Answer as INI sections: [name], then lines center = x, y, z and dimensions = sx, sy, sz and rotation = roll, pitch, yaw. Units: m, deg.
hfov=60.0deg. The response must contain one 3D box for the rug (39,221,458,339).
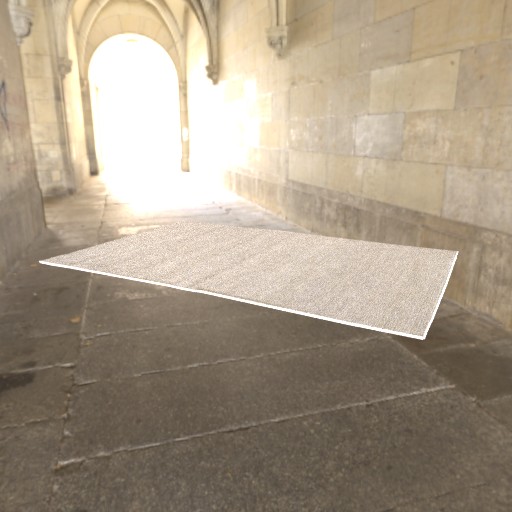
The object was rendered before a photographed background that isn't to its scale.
[rug]
center = 0.000, 0.000, 2.276
dimensions = 1.820, 0.022, 1.179
rotation = 8, 17, 27
